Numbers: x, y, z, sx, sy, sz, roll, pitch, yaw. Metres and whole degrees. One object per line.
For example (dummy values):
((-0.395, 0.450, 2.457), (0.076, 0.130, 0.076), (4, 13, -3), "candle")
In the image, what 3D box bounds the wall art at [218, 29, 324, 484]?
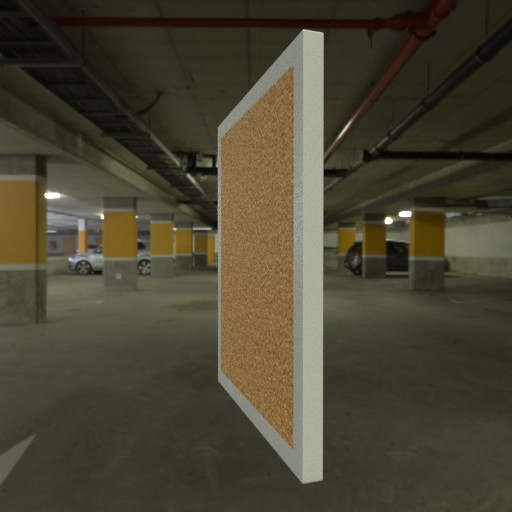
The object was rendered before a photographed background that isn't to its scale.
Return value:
((0.000, 0.000, 0.760), (0.028, 0.556, 0.454), (0, 1, -18), "wall art")
